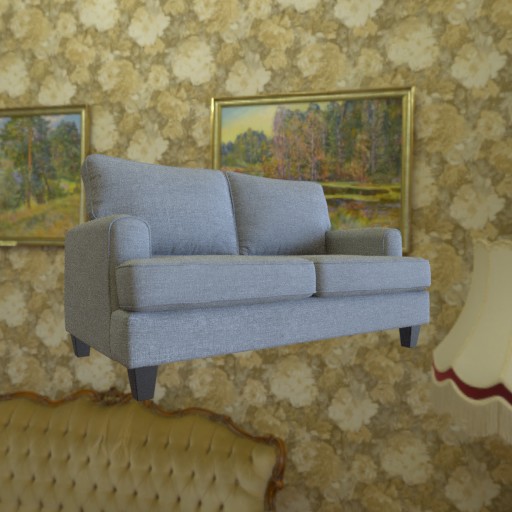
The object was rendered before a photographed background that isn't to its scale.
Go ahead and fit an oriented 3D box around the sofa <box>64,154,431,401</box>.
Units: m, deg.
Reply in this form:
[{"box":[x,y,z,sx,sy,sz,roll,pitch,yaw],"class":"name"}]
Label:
[{"box":[0.000,0.000,2.239,1.651,0.965,0.965,0,0,-35],"class":"sofa"}]
